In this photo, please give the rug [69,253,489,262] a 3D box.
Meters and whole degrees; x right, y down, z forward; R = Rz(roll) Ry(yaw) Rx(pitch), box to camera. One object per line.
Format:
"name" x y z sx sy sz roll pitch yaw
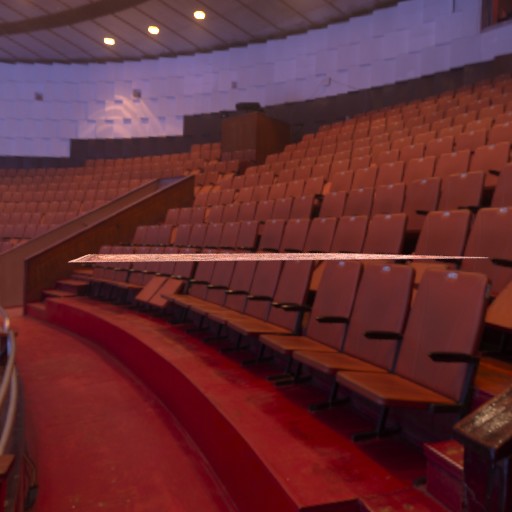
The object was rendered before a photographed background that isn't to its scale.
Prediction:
"rug" 0.000 0.000 4.178 3.067 0.005 2.454 0 1 -18
